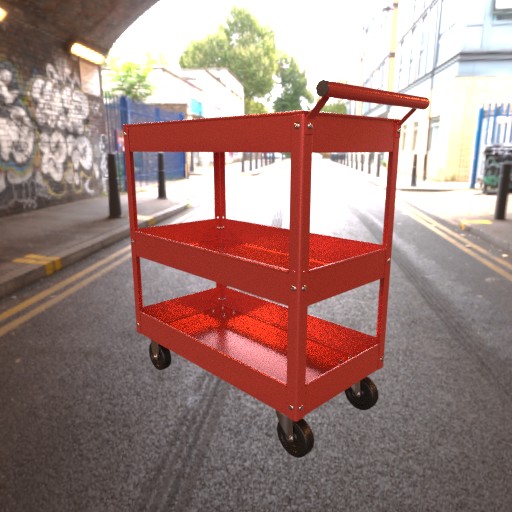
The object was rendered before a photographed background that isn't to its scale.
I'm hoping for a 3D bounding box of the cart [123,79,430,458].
[{"bbox_3d":[0.000,0.000,1.188,0.366,0.780,0.719,-13,18,-43],"label":"cart"}]
